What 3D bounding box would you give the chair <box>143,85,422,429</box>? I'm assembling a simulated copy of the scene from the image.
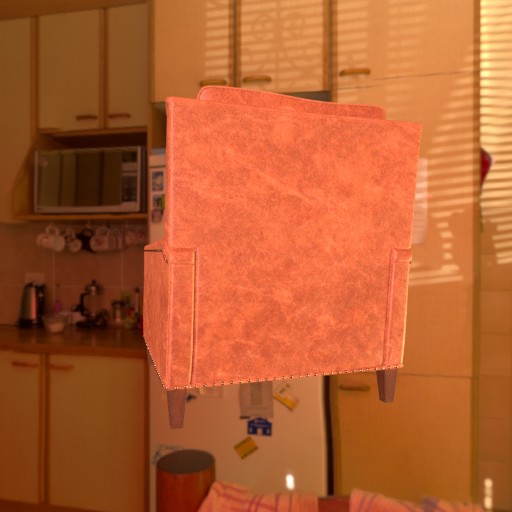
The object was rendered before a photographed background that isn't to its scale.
[{"bbox_3d":[0.000,0.000,1.839,0.854,1.054,1.035,0,1,-18],"label":"chair"}]
